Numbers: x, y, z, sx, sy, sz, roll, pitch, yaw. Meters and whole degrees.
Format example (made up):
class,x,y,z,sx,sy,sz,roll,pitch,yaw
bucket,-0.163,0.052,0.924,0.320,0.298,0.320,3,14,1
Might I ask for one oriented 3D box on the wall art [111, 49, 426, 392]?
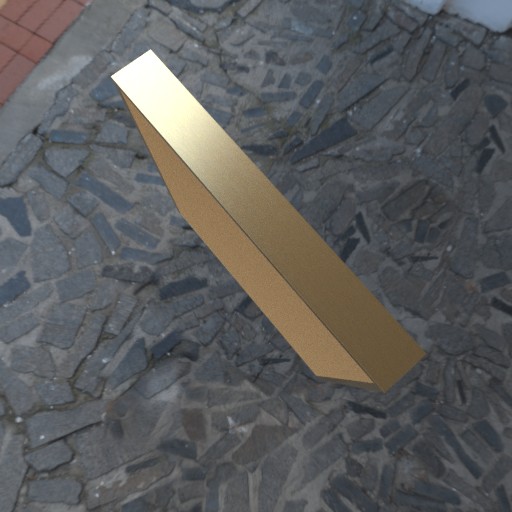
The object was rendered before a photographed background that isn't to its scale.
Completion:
class,x,y,z,sx,sy,sz,roll,pitch,yaw
wall art,0.000,0.000,0.464,0.038,0.304,0.304,-39,79,-9
